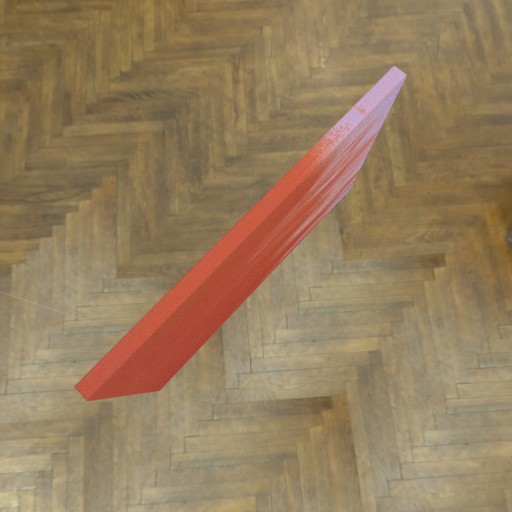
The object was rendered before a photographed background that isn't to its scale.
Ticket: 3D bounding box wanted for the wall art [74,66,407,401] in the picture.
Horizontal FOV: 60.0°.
[{"bbox_3d":[0.000,0.000,1.159,0.040,0.609,0.913,42,79,10],"label":"wall art"}]
